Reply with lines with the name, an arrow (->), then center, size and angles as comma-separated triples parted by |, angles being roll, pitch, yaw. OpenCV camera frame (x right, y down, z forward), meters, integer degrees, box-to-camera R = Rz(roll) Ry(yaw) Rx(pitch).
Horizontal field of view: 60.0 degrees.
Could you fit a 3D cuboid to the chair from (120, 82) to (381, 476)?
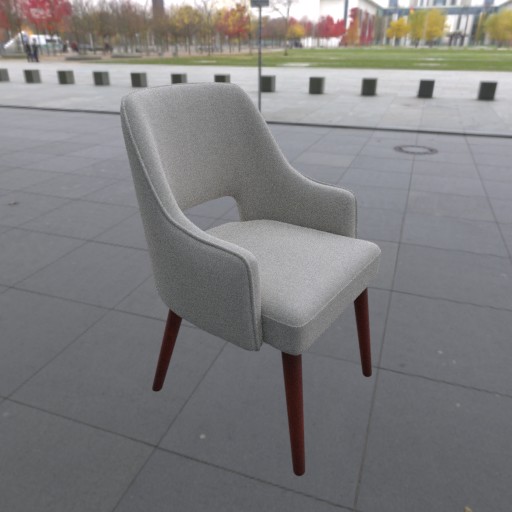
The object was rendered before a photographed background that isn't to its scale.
chair -> 0.000, 0.000, 1.191 | 0.580, 0.840, 0.560 | 17, 30, 31
